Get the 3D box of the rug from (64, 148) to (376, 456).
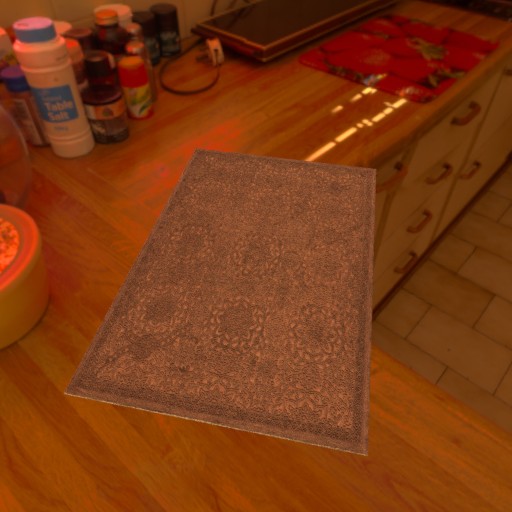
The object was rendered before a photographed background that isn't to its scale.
[{"bbox_3d":[0.000,0.000,2.323,1.208,0.012,1.819,8,47,8],"label":"rug"}]
